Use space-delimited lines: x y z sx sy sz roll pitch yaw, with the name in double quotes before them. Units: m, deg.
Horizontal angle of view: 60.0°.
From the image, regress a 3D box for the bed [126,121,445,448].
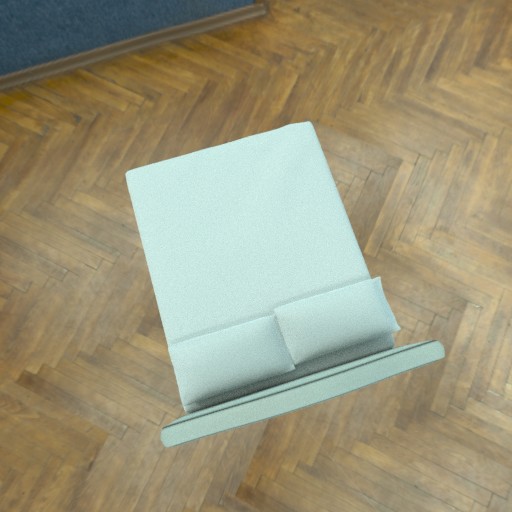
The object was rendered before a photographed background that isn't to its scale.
"bed" 0.000 0.000 3.402 1.813 1.607 2.180 -17 76 -4
